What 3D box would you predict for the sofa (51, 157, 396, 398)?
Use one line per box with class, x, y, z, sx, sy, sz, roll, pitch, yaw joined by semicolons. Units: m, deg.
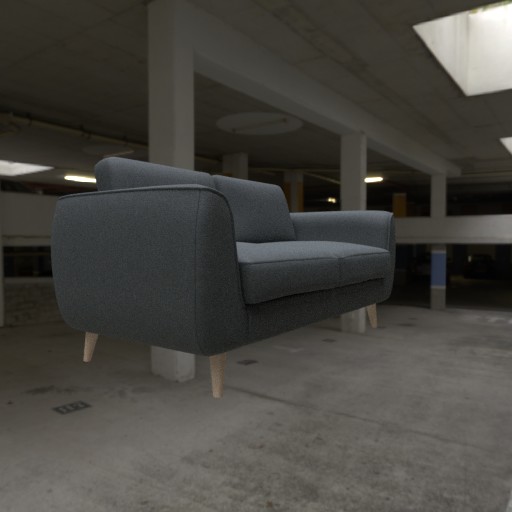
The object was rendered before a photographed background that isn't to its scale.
sofa;0.000;0.000;2.178;0.920;0.850;1.700;2;3;36
